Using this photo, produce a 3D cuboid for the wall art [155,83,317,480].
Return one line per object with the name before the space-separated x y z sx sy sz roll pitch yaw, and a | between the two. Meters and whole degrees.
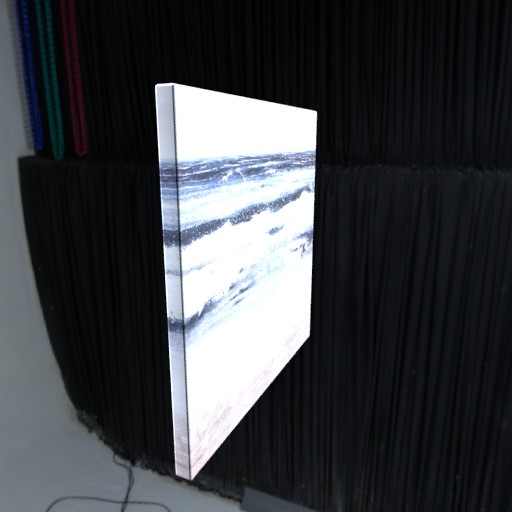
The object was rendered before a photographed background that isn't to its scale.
wall art | 0.000 0.000 1.136 0.065 0.747 0.755 7 16 24
